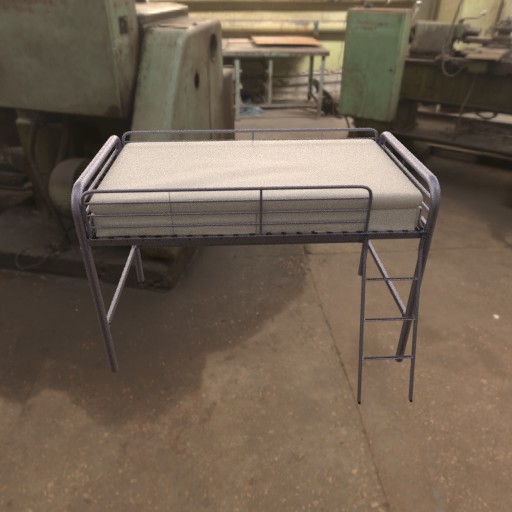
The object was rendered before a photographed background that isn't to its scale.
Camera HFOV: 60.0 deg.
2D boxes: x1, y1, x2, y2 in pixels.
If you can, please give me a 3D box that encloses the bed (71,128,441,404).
[{"bbox_3d":[0.000,0.000,2.936,1.965,1.288,1.415,-1,32,-2],"label":"bed"}]
